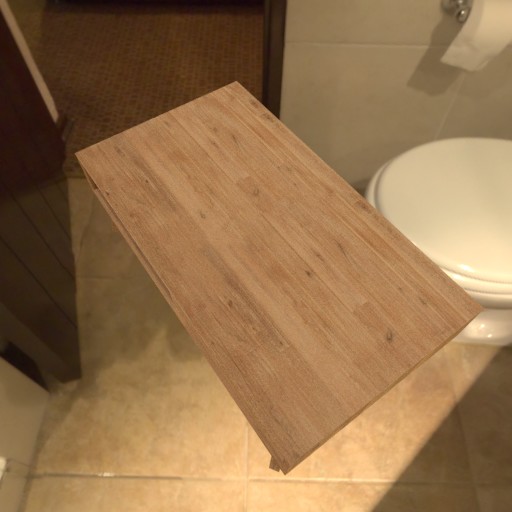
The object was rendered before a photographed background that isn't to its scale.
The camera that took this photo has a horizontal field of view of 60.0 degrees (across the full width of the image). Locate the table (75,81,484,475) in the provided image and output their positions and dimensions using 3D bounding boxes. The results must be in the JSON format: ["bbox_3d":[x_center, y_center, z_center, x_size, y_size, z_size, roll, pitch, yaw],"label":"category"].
[{"bbox_3d":[0.000,0.000,2.065,0.918,0.531,1.619,-31,63,-18],"label":"table"}]
